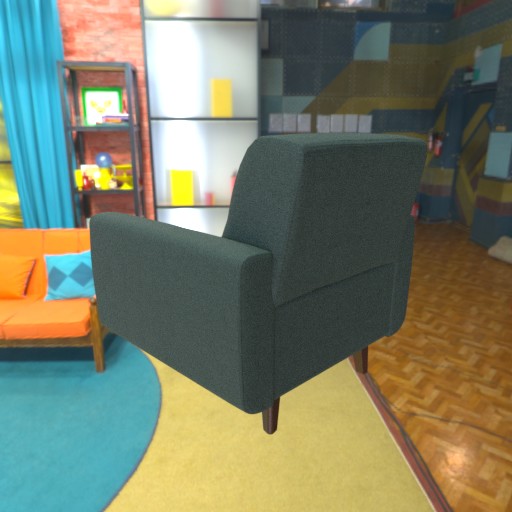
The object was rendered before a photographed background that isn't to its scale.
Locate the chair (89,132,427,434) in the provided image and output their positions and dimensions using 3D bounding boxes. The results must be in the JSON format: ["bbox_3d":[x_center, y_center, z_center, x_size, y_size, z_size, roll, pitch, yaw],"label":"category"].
[{"bbox_3d":[0.000,0.000,1.562,0.831,0.841,0.909,-15,21,-41],"label":"chair"}]
